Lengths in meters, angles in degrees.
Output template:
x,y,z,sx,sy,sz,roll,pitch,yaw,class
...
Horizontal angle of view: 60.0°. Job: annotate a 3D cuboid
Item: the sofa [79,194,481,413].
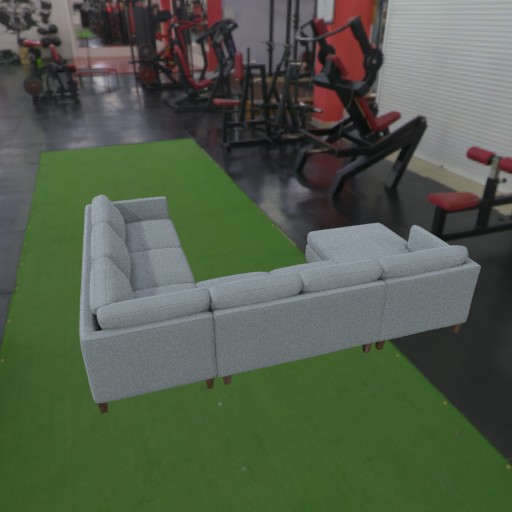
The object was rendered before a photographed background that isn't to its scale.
x,y,z,sx,sy,sz,roll,pitch,yaw,class
0.000,0.000,4.476,3.238,0.853,2.551,-9,30,-16,sofa
